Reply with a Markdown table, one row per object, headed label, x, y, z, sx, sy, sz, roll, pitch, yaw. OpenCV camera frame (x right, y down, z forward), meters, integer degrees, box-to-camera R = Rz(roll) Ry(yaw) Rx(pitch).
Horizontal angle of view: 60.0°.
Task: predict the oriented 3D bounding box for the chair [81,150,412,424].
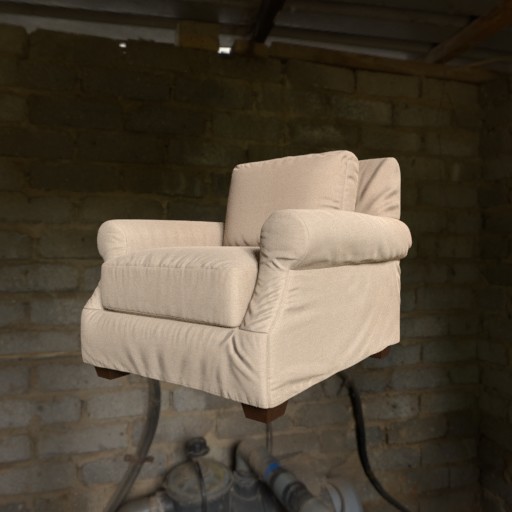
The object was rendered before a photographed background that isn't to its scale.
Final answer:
| label | x | y | z | sx | sy | sz | roll | pitch | yaw |
| --- | --- | --- | --- | --- | --- | --- | --- | --- | --- |
| chair | 0.000 | 0.000 | 1.749 | 0.940 | 0.866 | 1.066 | 1 | 1 | 36 |
